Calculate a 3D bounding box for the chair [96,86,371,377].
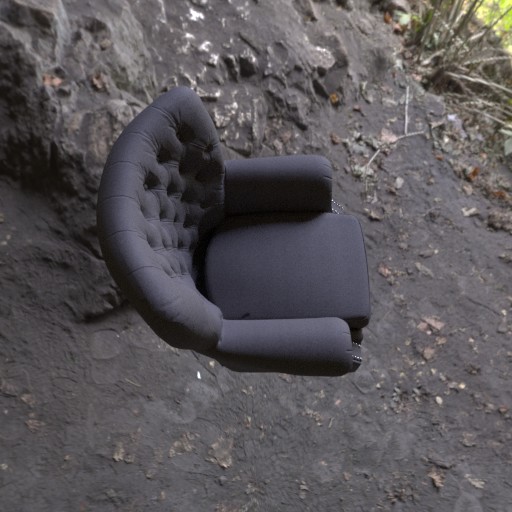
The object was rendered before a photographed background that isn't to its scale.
[{"bbox_3d":[0.000,0.000,1.816,0.983,1.046,0.983,-1,63,0],"label":"chair"}]
